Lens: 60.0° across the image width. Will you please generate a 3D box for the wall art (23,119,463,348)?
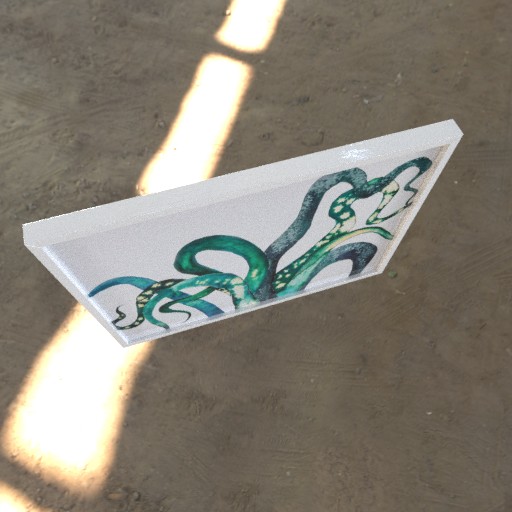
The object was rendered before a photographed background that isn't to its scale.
[{"bbox_3d":[0.000,0.000,1.368,1.041,0.787,0.053,-15,63,-8],"label":"wall art"}]
